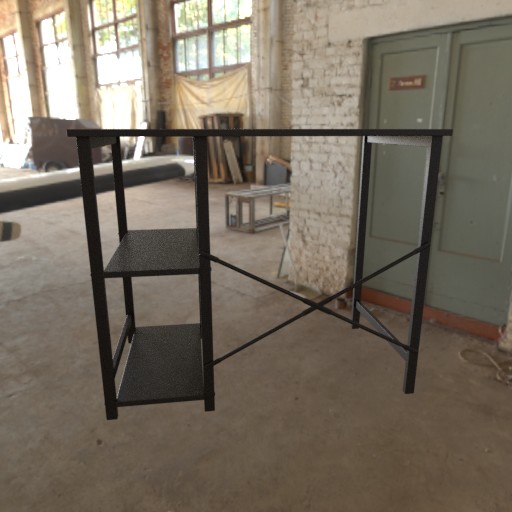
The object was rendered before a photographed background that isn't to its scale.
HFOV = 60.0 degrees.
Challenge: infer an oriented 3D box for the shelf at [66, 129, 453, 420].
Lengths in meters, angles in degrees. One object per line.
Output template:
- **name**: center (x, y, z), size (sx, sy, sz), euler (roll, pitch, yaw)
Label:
- **shelf**: center (0.000, 0.000, 1.361), size (0.902, 0.749, 0.498), euler (-2, 16, -8)
